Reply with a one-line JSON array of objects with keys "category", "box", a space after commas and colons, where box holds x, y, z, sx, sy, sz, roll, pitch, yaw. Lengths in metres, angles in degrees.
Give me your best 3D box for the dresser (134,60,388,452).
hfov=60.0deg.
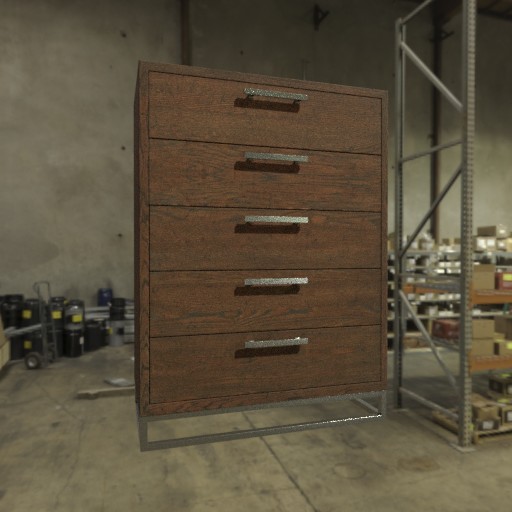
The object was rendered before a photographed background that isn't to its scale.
[{"category": "dresser", "box": [0.000, 0.000, 1.851, 0.965, 1.321, 0.508, 0, 1, -17]}]
